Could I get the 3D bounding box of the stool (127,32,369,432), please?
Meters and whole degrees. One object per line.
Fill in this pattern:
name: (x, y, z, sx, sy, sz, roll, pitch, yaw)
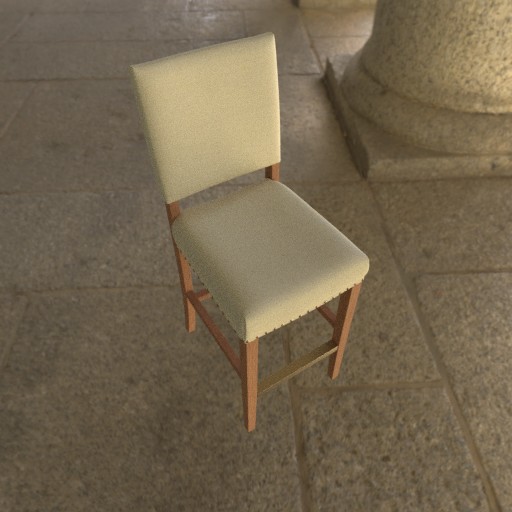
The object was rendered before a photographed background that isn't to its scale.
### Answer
stool: (0.000, 0.000, 1.465, 0.445, 1.168, 0.584, -25, 51, -22)
